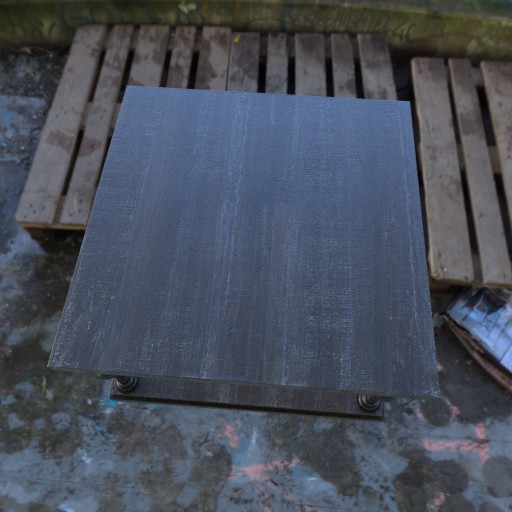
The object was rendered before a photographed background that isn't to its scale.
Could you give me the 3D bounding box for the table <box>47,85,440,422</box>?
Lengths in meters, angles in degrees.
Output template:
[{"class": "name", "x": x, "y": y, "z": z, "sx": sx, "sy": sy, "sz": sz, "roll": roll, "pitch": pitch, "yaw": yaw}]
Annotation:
[{"class": "table", "x": 0.000, "y": 0.000, "z": 1.115, "sx": 0.696, "sy": 0.400, "sz": 0.696, "roll": 4, "pitch": 64, "yaw": 2}]
